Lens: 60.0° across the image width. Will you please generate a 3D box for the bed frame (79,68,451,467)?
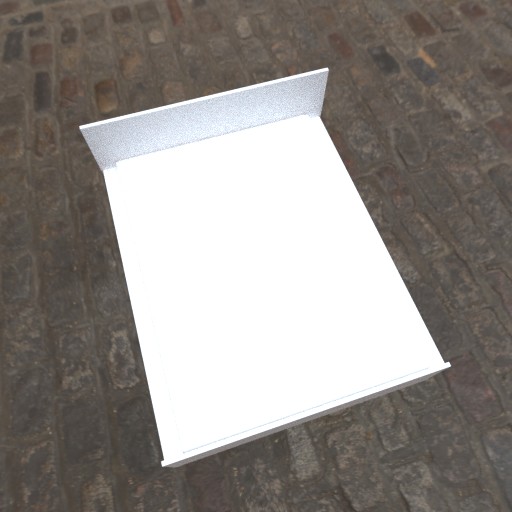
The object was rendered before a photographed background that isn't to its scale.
[{"bbox_3d":[0.000,0.000,2.753,1.622,0.800,1.960,-16,65,-8],"label":"bed frame"}]
